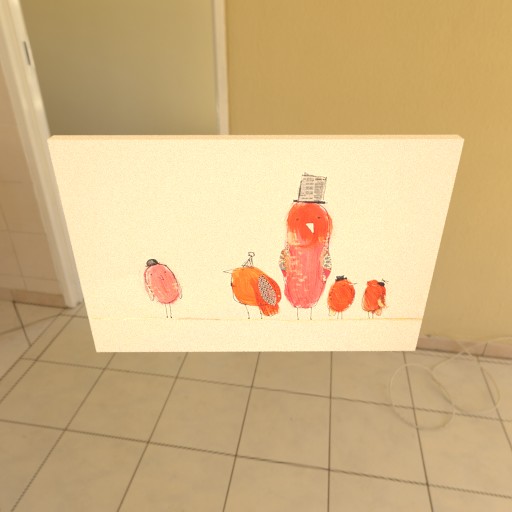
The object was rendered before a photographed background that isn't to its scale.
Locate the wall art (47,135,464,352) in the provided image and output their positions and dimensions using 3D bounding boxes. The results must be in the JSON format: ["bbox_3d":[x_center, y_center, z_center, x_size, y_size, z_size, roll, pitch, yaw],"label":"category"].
[{"bbox_3d":[0.000,0.000,1.138,0.914,0.609,0.038,0,30,0],"label":"wall art"}]
